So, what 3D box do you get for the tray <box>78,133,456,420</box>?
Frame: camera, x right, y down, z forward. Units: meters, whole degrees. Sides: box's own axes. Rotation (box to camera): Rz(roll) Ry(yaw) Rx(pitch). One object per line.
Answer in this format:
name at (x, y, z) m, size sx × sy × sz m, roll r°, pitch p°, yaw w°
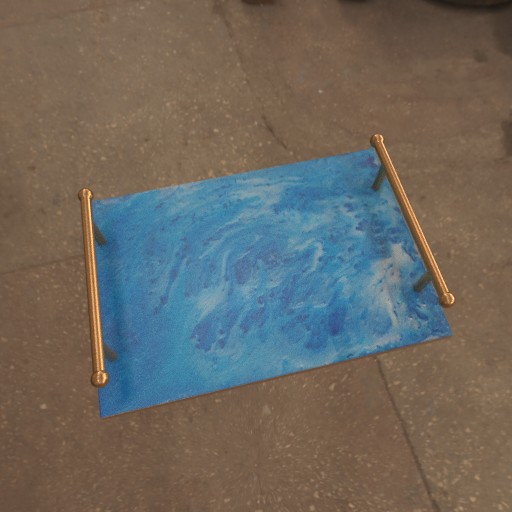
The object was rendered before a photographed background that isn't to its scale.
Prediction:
tray at (0.000, 0.000, 0.577) m, size 0.444 × 0.084 × 0.304 m, roll -12°, pitch 65°, yaw -5°
